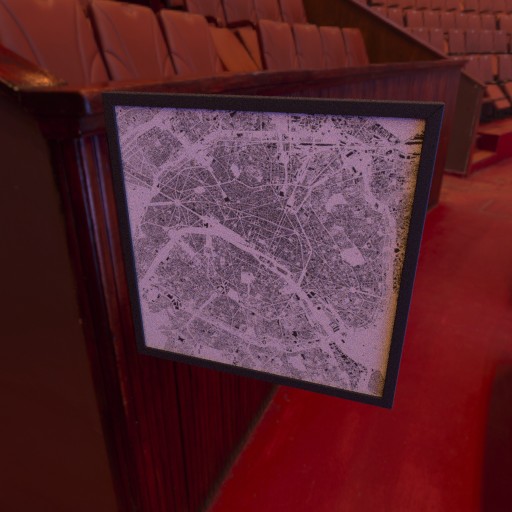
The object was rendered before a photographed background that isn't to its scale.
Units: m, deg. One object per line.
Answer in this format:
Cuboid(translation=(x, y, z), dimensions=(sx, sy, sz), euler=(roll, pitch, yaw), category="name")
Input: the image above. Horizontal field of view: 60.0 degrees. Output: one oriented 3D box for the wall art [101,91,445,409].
Cuboid(translation=(0.000, 0.000, 1.122), dimensions=(0.763, 0.763, 0.037), euler=(8, 26, 16), category="wall art")
